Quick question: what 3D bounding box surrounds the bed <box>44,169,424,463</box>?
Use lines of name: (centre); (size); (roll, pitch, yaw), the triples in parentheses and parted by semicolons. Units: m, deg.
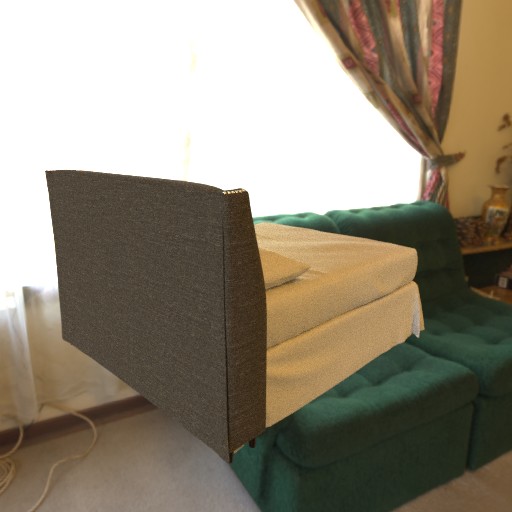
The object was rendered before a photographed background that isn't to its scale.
bed: (0.000, 0.000, 3.339); (2.276, 1.332, 1.925); (-14, 20, -43)
